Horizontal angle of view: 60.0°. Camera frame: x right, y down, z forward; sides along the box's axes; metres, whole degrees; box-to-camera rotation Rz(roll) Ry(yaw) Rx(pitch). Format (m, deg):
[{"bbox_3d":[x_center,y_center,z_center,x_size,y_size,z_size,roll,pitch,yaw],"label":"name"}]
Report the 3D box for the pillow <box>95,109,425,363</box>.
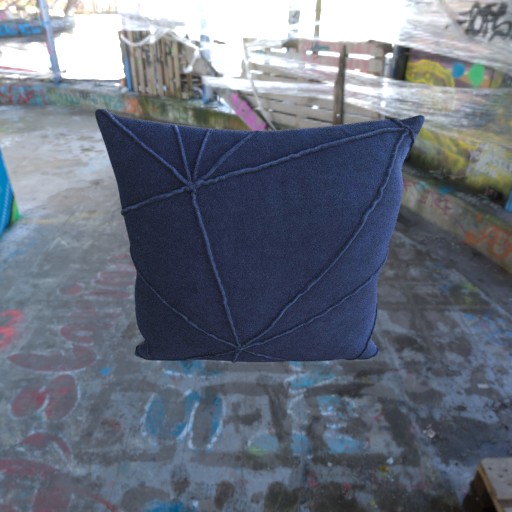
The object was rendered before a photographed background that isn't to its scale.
[{"bbox_3d":[0.000,0.000,0.683,0.439,0.440,0.183,0,31,0],"label":"pillow"}]
